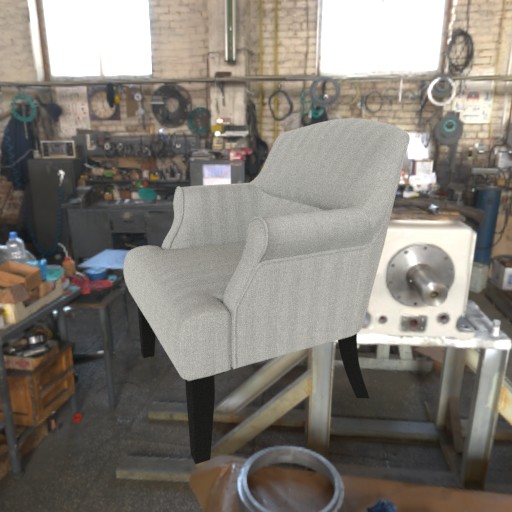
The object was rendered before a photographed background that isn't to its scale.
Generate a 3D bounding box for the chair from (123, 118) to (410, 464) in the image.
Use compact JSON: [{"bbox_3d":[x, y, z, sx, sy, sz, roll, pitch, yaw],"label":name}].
[{"bbox_3d":[0.000,0.000,1.469,0.755,0.880,0.772,-7,17,-25],"label":"chair"}]
